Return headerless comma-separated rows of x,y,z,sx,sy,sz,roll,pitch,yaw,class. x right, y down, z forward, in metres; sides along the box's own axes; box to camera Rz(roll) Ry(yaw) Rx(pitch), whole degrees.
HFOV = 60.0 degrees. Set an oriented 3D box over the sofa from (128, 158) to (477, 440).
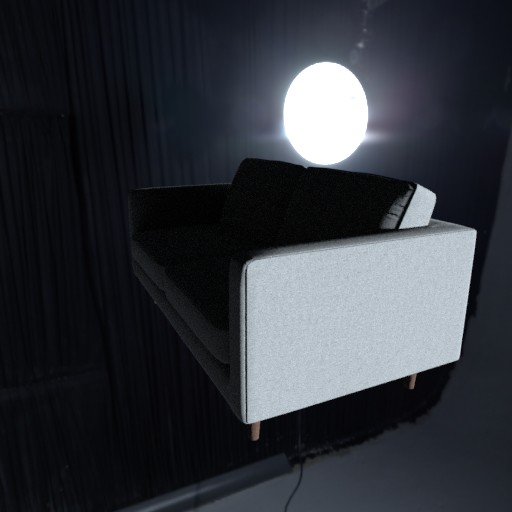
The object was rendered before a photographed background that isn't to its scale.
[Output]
0.000,0.000,2.261,1.000,0.900,1.731,-8,18,-25,sofa
